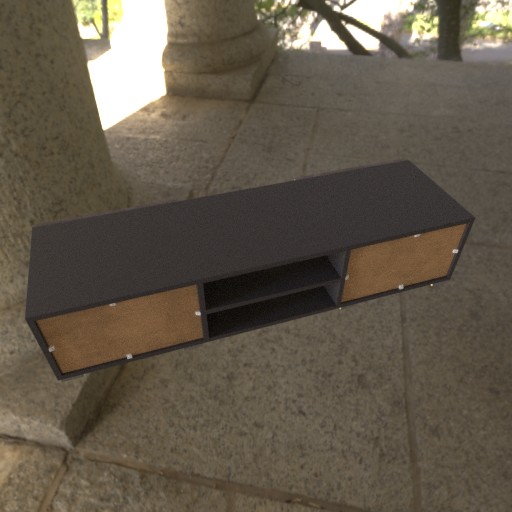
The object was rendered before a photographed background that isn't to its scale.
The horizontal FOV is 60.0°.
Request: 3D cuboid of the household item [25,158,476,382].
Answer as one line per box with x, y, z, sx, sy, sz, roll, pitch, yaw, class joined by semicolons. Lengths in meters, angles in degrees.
0.000;0.000;1.564;1.400;0.310;0.420;-12;43;-13;household item
